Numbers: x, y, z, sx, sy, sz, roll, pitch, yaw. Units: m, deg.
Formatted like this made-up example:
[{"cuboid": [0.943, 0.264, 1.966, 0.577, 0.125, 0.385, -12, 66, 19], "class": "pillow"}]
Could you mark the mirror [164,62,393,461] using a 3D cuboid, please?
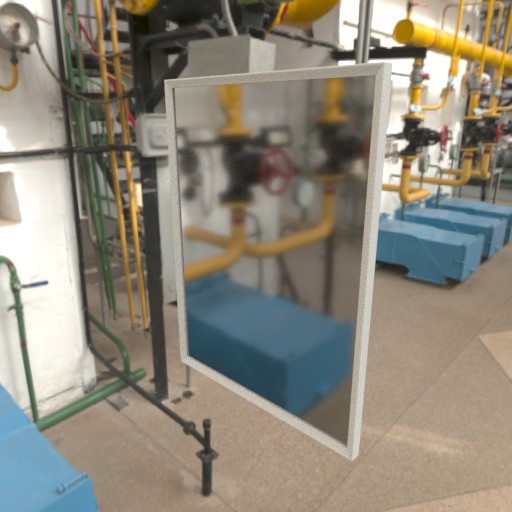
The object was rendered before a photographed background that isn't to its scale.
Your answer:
[{"cuboid": [0.000, 0.000, 1.329, 0.762, 1.016, 0.041, 16, 24, 41], "class": "mirror"}]
